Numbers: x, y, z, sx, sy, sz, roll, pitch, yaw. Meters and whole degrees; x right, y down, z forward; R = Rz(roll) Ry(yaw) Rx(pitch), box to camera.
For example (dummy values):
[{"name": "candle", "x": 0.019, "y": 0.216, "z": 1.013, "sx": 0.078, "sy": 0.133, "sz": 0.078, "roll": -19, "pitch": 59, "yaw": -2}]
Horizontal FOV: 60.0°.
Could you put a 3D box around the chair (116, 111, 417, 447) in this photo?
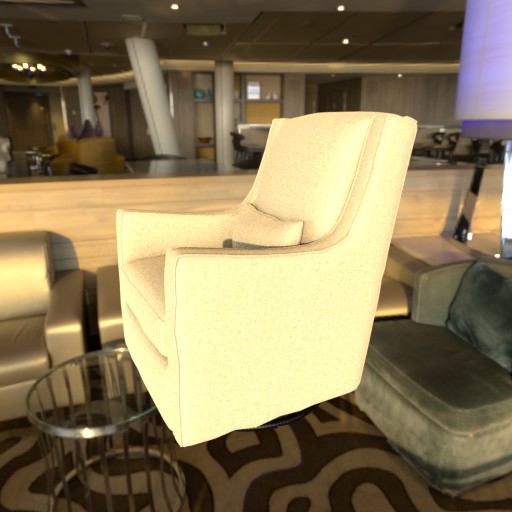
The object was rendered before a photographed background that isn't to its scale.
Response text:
[{"name": "chair", "x": 0.000, "y": 0.000, "z": 1.589, "sx": 0.879, "sy": 0.993, "sz": 0.732, "roll": -8, "pitch": 18, "yaw": -27}]
